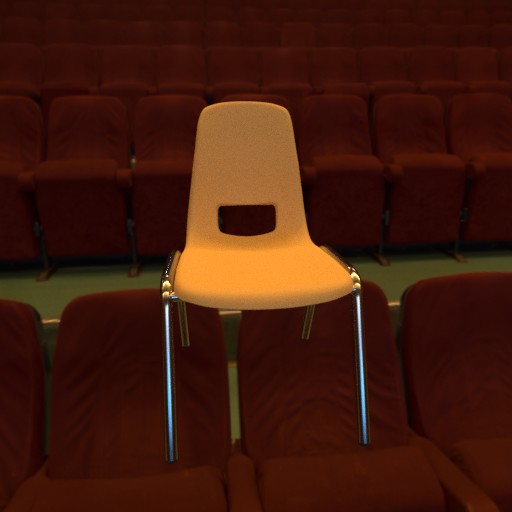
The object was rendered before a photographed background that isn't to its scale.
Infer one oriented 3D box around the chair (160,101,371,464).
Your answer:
[{"bbox_3d":[0.000,0.000,0.864,0.354,0.586,0.423,-2,17,-7],"label":"chair"}]
